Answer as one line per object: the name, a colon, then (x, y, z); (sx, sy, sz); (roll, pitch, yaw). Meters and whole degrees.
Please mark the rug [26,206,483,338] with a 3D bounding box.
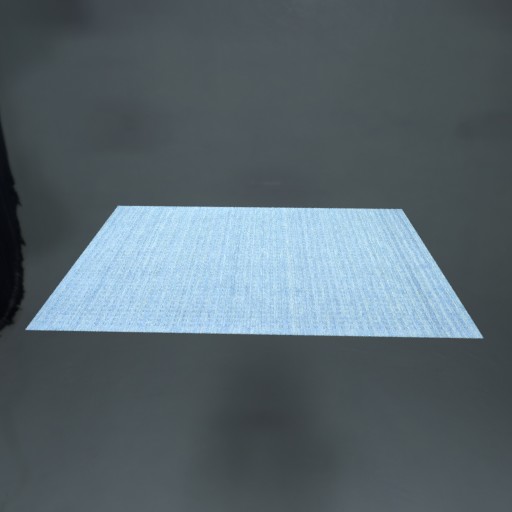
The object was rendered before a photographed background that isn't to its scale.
rug: (0.000, 0.000, 3.661); (2.895, 0.006, 1.982); (1, 30, 1)
